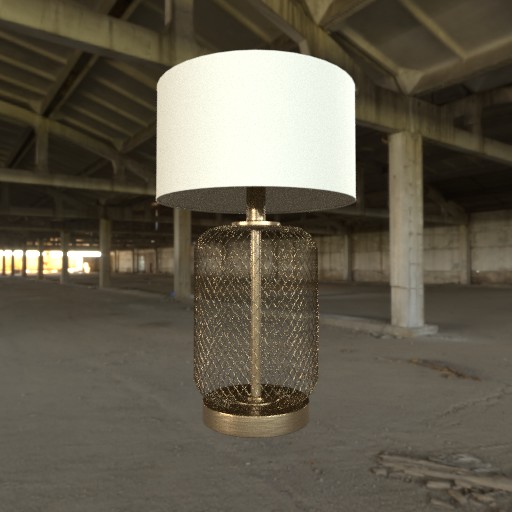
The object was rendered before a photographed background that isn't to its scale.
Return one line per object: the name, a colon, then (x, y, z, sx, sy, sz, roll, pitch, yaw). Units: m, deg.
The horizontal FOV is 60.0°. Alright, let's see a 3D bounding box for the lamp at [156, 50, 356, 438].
lamp: (0.000, 0.000, 0.799, 0.353, 0.578, 0.353, 0, -1, 0)
